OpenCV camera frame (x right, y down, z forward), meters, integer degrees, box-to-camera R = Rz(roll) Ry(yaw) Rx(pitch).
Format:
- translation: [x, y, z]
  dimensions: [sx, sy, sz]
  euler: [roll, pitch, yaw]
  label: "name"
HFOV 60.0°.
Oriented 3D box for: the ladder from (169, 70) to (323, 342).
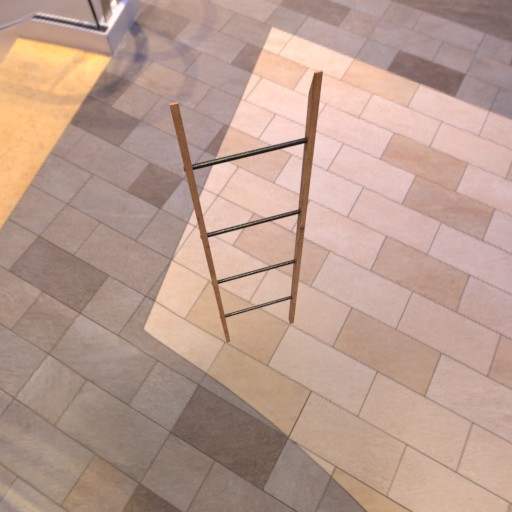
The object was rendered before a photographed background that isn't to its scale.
- translation: [0.000, 0.000, 1.990]
  dimensions: [0.442, 1.805, 0.200]
  euler: [-15, 65, -7]
  label: "ladder"
